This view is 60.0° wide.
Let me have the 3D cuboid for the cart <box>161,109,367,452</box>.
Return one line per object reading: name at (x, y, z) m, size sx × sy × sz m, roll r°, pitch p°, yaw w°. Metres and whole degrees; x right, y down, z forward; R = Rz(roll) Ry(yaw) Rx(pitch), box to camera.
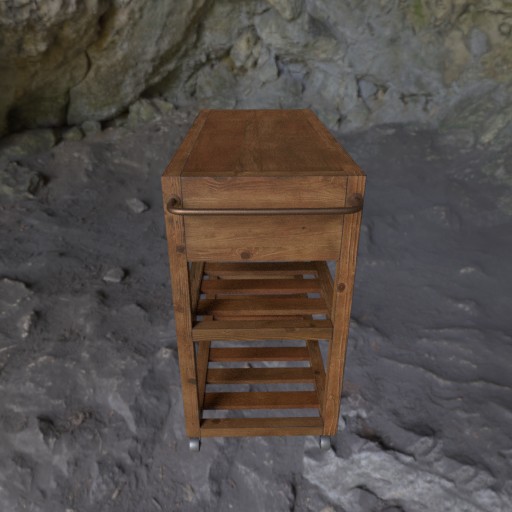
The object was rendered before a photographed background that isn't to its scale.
cart at (0.000, 0.000, 1.516) m, size 0.445 × 0.830 × 1.065 m, roll -1°, pitch 27°, yaw -1°
